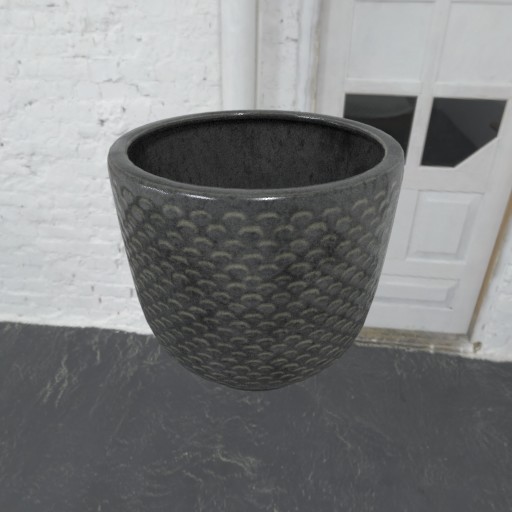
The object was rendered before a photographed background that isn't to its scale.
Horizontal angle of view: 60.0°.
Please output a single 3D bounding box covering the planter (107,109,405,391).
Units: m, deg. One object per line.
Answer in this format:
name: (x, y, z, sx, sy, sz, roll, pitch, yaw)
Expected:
planter: (0.000, 0.000, 0.246, 0.140, 0.129, 0.140, 0, 30, 0)
